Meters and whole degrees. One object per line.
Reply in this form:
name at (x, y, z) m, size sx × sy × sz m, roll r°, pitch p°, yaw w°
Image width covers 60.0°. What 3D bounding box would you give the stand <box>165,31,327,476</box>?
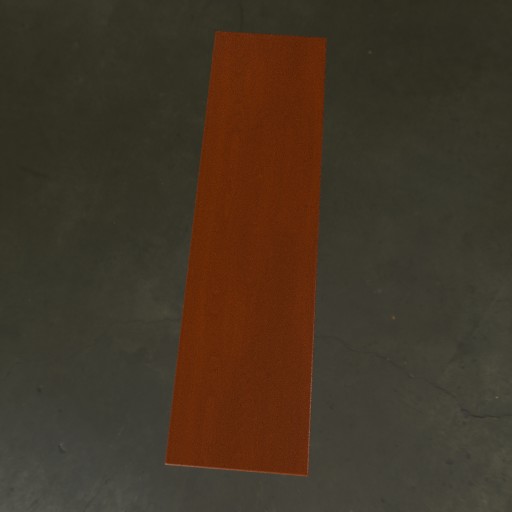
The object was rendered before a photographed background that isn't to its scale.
stand at (0.000, 0.000, 1.707) m, size 0.381 × 0.762 × 1.372 m, roll 4°, pitch 75°, yaw 1°
